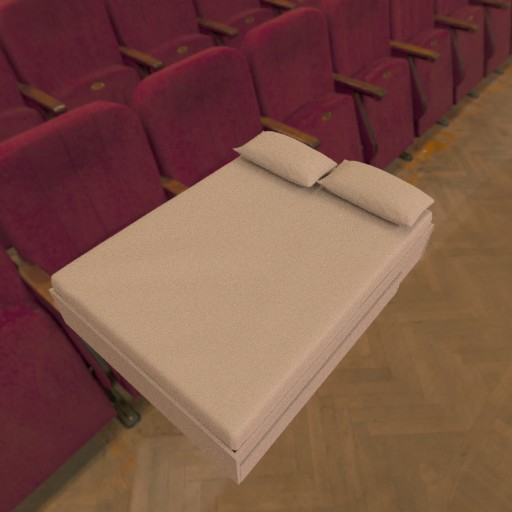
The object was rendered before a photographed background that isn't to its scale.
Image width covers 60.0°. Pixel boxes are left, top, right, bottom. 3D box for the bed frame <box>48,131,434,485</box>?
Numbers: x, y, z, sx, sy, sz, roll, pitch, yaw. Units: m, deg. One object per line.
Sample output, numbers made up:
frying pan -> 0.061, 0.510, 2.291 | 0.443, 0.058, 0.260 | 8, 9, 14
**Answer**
bed frame -> 0.000, 0.000, 2.719 | 1.450, 0.629, 1.950 | 31, 53, 27
